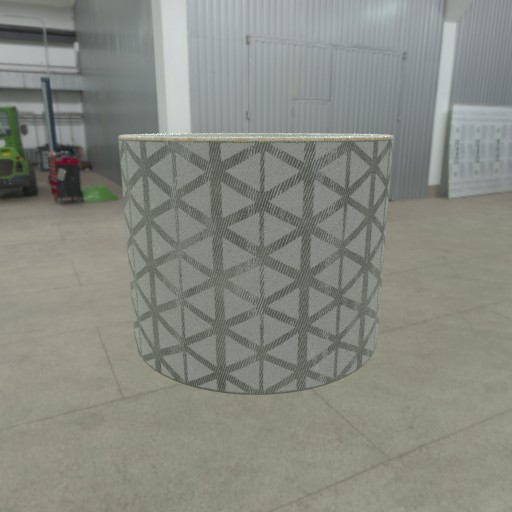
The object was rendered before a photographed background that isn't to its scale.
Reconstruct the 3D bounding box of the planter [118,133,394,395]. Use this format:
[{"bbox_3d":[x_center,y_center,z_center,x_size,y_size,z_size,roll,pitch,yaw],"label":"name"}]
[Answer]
[{"bbox_3d":[0.000,0.000,0.452,0.250,0.239,0.250,0,16,0],"label":"planter"}]
